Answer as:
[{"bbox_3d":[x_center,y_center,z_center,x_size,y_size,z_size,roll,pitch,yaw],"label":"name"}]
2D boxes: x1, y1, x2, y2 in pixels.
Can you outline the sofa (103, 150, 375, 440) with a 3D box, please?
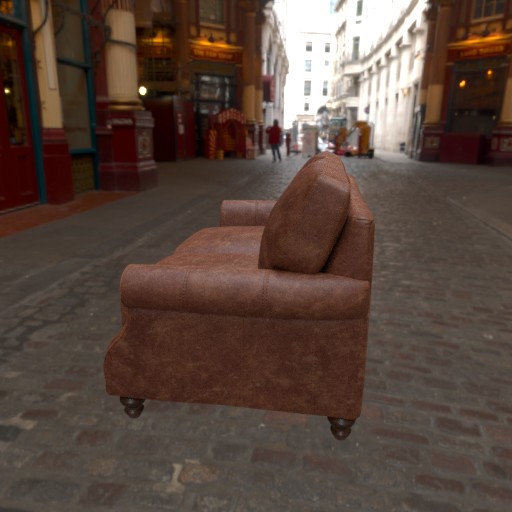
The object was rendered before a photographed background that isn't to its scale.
[{"bbox_3d":[0.000,0.000,2.201,0.990,0.967,1.616,3,16,9],"label":"sofa"}]
